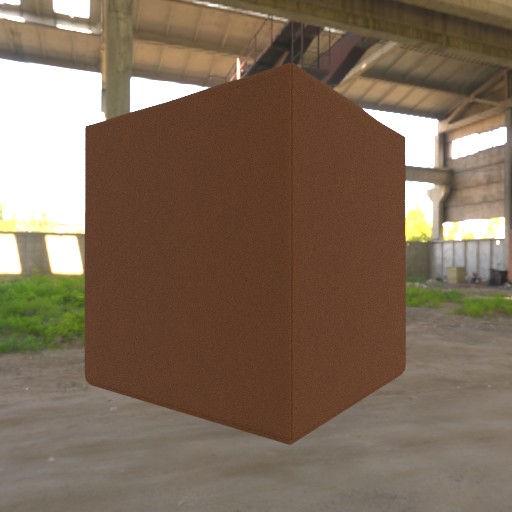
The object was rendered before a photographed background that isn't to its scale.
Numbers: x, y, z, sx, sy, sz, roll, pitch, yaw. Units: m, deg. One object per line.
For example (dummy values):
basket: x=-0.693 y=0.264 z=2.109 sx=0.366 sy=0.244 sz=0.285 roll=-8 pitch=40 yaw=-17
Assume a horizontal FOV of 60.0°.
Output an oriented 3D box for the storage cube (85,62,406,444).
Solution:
storage cube: x=0.000 y=0.000 z=0.505 sx=0.270 sy=0.280 sz=0.270 roll=0 pitch=0 yaw=37
